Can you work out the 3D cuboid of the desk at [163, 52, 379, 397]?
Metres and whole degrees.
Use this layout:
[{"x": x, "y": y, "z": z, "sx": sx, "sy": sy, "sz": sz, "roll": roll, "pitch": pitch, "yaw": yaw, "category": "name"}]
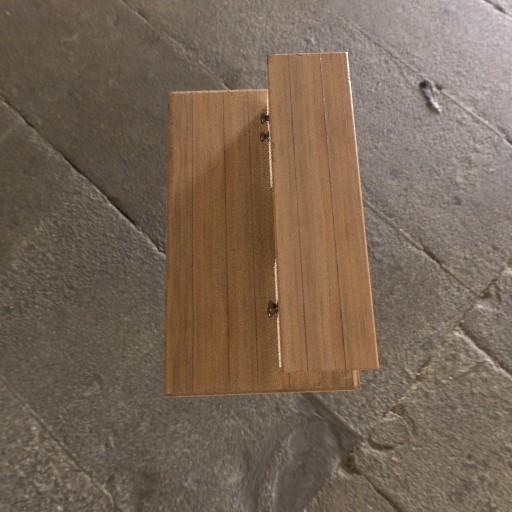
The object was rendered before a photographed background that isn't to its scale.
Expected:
[{"x": 0.000, "y": 0.000, "z": 1.419, "sx": 0.462, "sy": 0.981, "sz": 0.814, "roll": -2, "pitch": 76, "yaw": 0, "category": "desk"}]
